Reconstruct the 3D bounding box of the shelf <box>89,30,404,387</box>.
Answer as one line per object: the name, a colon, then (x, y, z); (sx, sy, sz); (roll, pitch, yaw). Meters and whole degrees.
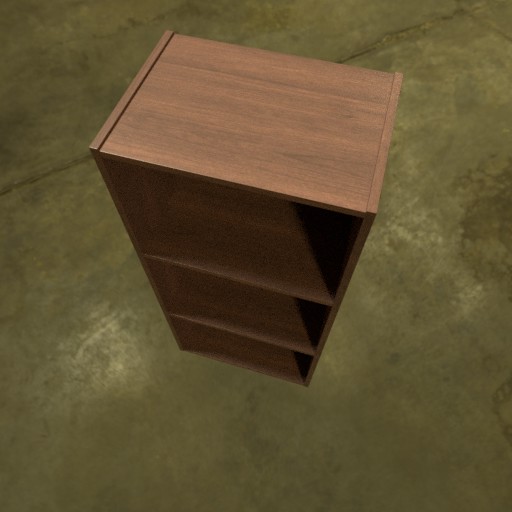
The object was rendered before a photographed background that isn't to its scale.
shelf: (0.000, 0.000, 1.050); (0.414, 0.879, 0.290); (14, 60, 8)
